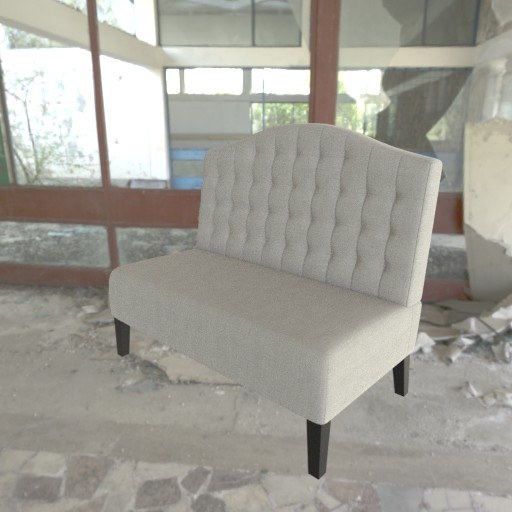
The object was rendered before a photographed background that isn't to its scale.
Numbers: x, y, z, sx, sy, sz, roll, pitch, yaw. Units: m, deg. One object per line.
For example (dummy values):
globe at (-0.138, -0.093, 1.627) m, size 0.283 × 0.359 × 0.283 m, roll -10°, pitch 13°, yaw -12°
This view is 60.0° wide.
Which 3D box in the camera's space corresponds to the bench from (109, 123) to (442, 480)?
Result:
bench at (0.000, 0.000, 2.048) m, size 1.335 × 1.180 × 0.815 m, roll 14°, pitch 22°, yaw 41°
